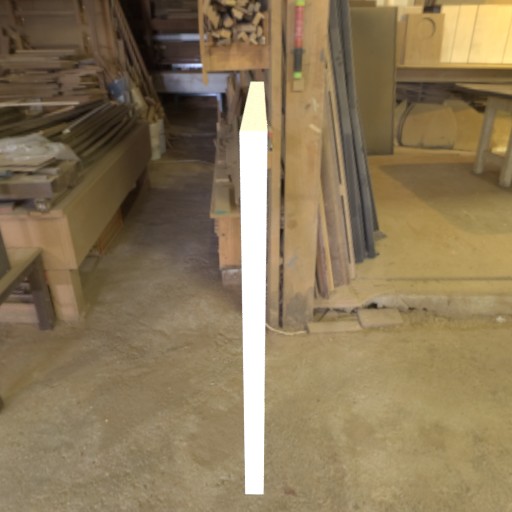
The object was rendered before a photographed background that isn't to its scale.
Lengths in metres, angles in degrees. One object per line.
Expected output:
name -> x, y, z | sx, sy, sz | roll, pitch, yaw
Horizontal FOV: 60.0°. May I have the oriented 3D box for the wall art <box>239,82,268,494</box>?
wall art -> 0.000, 0.000, 0.669 | 0.023, 0.453, 0.455 | 0, 26, 0
